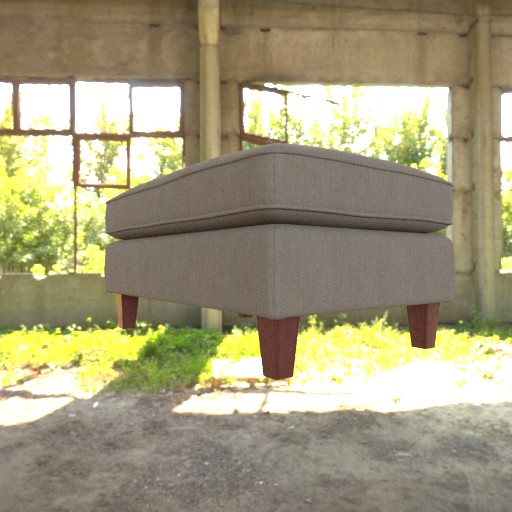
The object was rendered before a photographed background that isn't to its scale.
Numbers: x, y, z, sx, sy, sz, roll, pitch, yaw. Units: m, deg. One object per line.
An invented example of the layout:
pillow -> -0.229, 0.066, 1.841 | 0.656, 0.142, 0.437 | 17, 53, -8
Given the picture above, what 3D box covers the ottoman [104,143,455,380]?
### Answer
ottoman -> 0.000, 0.000, 1.326 | 0.636, 0.480, 0.941 | 1, -1, -37
